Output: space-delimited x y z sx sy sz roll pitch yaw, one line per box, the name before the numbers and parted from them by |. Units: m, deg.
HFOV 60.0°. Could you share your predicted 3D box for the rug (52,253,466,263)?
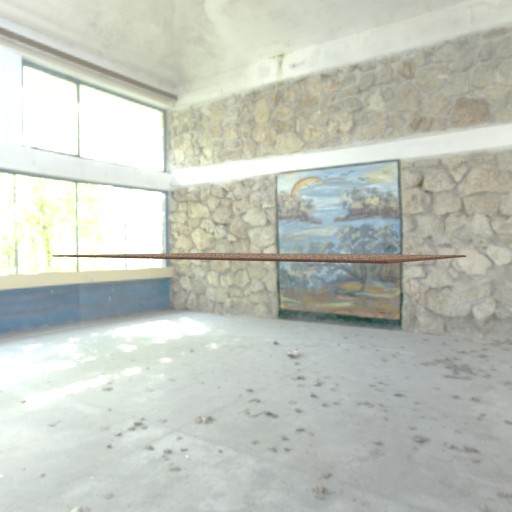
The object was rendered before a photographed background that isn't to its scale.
rug | 0.000 0.000 2.342 1.829 0.010 1.219 1 1 35
